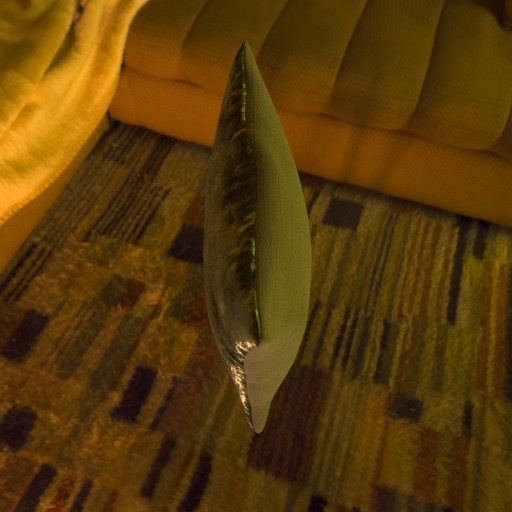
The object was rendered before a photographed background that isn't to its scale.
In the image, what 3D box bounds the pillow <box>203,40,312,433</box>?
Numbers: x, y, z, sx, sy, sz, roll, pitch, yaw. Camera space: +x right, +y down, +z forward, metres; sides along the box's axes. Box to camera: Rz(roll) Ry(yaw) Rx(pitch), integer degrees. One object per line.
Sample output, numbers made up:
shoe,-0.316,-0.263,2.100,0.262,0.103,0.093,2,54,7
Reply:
pillow,0.000,0.000,0.728,0.175,0.464,0.470,-1,58,-1
